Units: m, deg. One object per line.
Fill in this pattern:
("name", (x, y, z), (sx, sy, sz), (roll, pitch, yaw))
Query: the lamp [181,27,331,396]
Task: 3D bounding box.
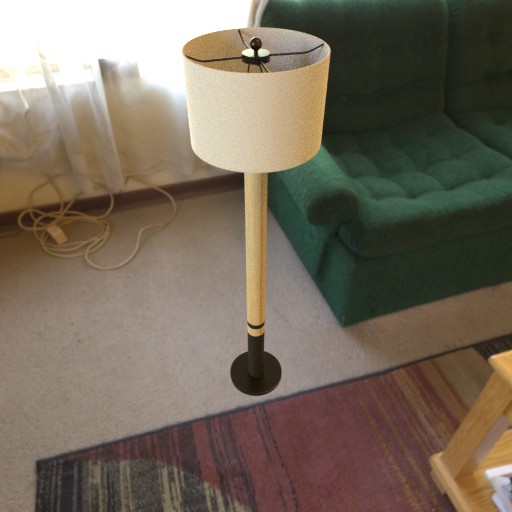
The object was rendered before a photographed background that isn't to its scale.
("lamp", (0.000, 0.000, 1.613), (0.381, 1.478, 0.381), (-25, 47, -25))
